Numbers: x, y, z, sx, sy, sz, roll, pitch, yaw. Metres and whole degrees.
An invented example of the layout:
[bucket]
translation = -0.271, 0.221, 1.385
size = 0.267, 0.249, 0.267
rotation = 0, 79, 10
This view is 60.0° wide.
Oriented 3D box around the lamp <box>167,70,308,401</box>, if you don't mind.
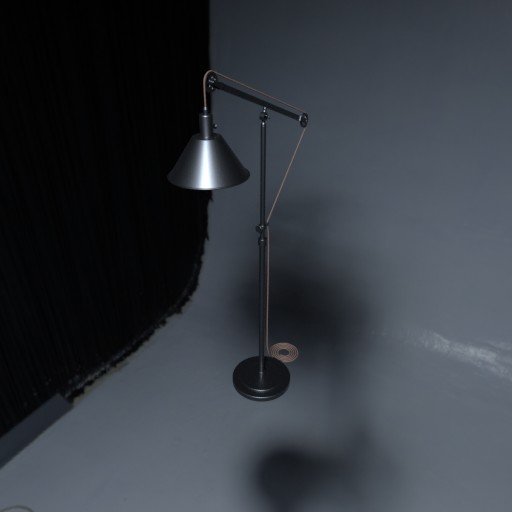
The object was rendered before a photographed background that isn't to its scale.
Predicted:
[lamp]
translation = 0.000, 0.000, 2.023
size = 0.319, 1.626, 0.904
rotation = 17, 34, 28
